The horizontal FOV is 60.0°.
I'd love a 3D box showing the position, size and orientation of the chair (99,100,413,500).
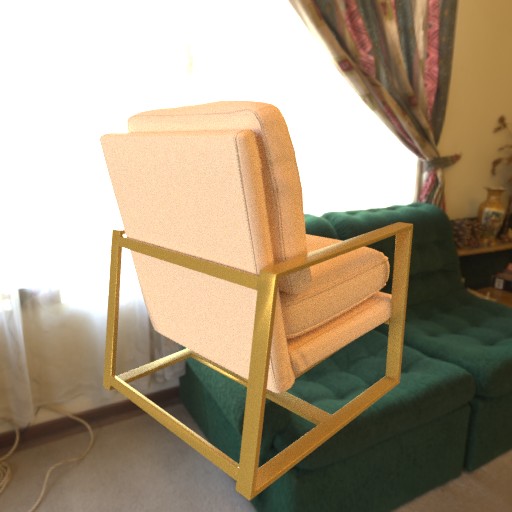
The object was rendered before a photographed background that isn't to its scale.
[{"bbox_3d":[0.000,0.000,1.505,0.758,0.956,0.813,14,20,43],"label":"chair"}]
